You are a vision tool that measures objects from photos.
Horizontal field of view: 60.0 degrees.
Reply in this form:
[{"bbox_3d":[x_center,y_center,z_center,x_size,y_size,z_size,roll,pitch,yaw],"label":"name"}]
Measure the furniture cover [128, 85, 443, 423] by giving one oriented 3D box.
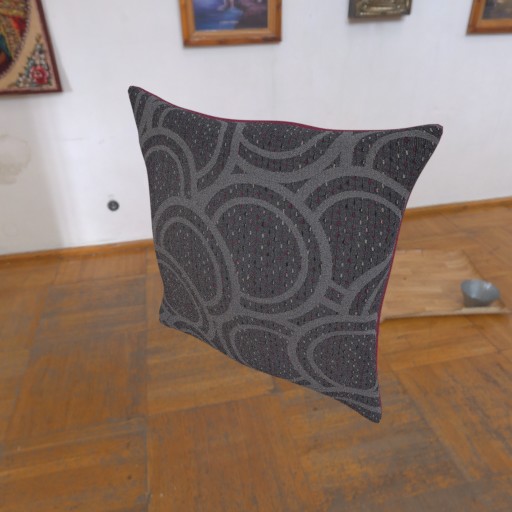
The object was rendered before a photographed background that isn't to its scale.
[{"bbox_3d":[0.000,0.000,0.761,0.514,0.513,0.163,18,35,28],"label":"furniture cover"}]
